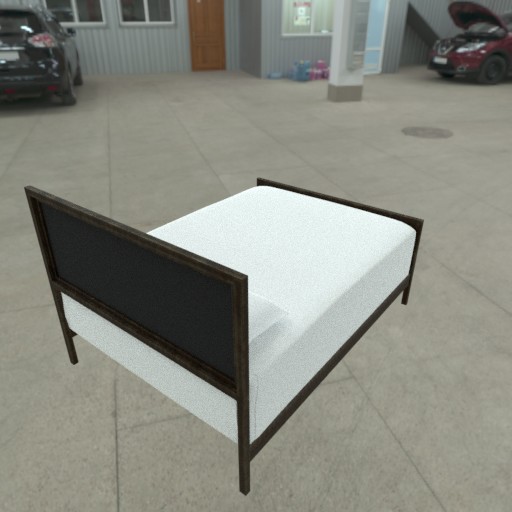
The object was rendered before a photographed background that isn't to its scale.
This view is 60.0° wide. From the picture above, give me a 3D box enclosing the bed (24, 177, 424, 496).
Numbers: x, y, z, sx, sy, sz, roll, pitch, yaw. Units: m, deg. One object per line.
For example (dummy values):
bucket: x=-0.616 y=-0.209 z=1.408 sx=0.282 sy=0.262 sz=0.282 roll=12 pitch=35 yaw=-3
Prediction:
bed: x=0.000 y=0.000 z=3.161 sx=1.607 sy=1.313 sz=2.221 roll=21 pitch=35 yaw=33
